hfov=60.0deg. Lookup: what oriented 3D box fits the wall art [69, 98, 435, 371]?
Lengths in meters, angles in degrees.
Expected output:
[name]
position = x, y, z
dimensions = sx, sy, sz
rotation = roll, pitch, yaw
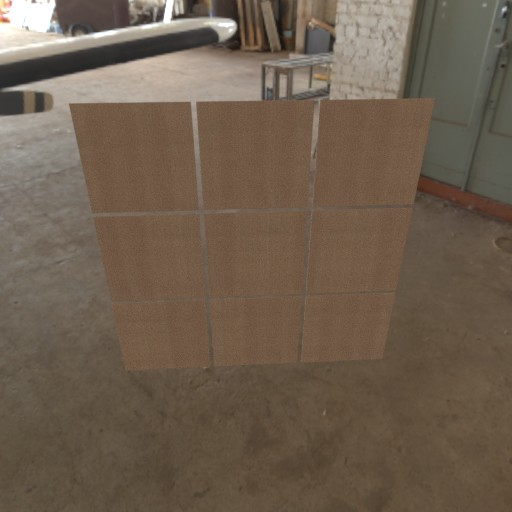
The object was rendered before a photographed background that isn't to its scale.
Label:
[wall art]
position = 0.000, 0.000, 2.226
dimensions = 1.517, 1.505, 0.002
rotation = -2, 32, -3
